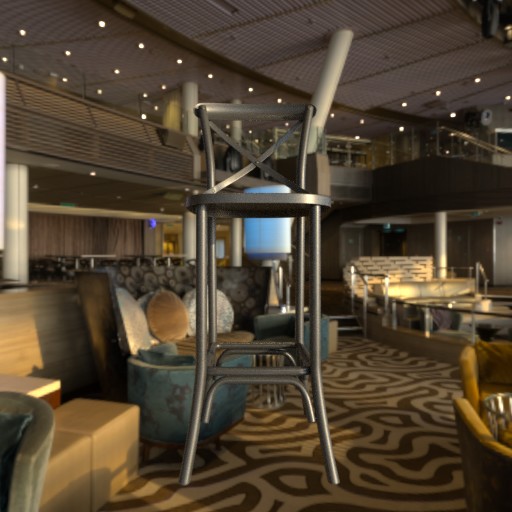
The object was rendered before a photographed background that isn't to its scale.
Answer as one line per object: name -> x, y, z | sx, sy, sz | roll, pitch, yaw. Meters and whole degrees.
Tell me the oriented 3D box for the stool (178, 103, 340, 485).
stool -> 0.000, 0.000, 1.422 | 0.457, 1.168, 0.584 | 0, 0, -1
